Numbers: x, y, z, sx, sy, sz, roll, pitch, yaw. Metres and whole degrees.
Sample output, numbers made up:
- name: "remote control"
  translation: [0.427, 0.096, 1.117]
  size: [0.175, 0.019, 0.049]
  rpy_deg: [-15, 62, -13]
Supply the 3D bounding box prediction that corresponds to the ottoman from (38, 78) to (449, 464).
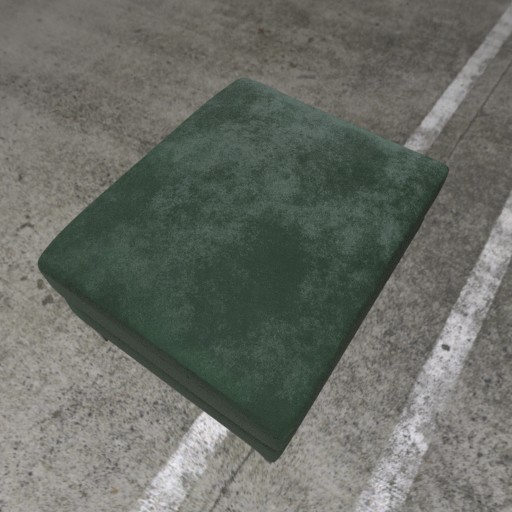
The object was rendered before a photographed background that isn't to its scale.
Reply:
- name: "ottoman"
  translation: [0.000, 0.000, 1.270]
  size: [0.701, 0.538, 0.839]
  rpy_deg: [30, 63, 17]
